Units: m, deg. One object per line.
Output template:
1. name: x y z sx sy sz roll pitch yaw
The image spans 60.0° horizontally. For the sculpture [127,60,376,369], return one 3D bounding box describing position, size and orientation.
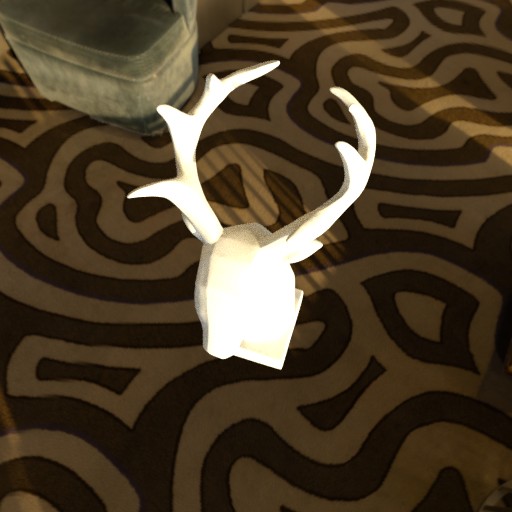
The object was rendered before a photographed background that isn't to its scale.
1. sculpture: 0.000 0.000 0.457 0.174 0.329 0.224 15 59 10
